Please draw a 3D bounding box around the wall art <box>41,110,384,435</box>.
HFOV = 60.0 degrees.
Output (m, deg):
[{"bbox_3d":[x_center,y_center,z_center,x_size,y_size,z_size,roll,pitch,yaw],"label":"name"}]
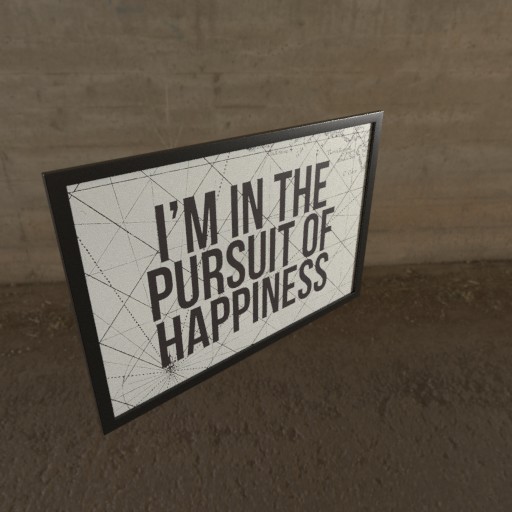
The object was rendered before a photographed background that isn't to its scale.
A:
[{"bbox_3d":[0.000,0.000,1.014,0.819,0.552,0.015,-21,35,-34],"label":"wall art"}]
